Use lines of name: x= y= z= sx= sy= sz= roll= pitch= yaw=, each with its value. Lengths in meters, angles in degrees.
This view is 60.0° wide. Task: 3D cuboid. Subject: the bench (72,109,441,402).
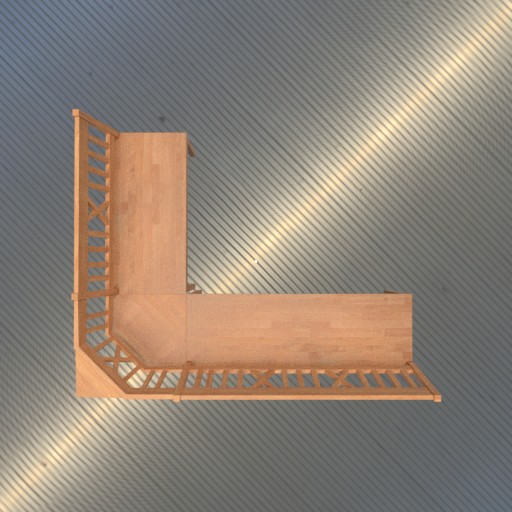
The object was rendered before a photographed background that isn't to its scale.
bench: x=0.000 y=0.000 z=2.777 sx=1.937 sy=0.902 sz=1.537 roll=0 pitch=89 yaw=0
